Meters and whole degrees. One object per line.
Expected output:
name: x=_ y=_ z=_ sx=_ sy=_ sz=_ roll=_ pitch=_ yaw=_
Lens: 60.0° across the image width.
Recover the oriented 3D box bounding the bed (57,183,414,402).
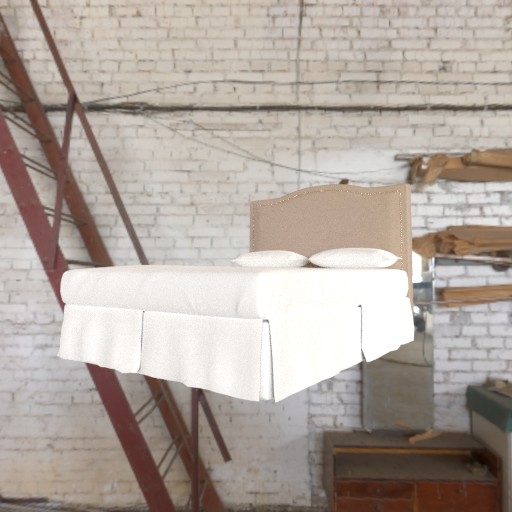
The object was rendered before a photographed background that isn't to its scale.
bed: x=0.000 y=0.000 z=3.430 sx=1.821 sy=1.436 sz=2.282 roll=-1 pitch=-2 yaw=36
